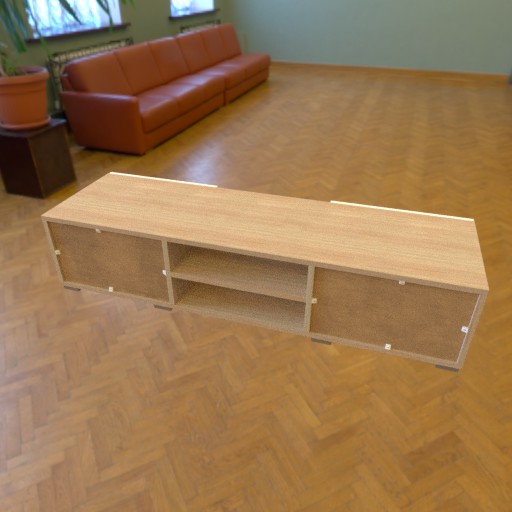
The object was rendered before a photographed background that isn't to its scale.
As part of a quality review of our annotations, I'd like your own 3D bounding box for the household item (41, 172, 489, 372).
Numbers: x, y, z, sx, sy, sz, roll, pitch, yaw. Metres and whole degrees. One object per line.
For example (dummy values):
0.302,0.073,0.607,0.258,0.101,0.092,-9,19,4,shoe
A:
0.000,0.000,1.577,1.400,0.310,0.420,10,34,15,household item
